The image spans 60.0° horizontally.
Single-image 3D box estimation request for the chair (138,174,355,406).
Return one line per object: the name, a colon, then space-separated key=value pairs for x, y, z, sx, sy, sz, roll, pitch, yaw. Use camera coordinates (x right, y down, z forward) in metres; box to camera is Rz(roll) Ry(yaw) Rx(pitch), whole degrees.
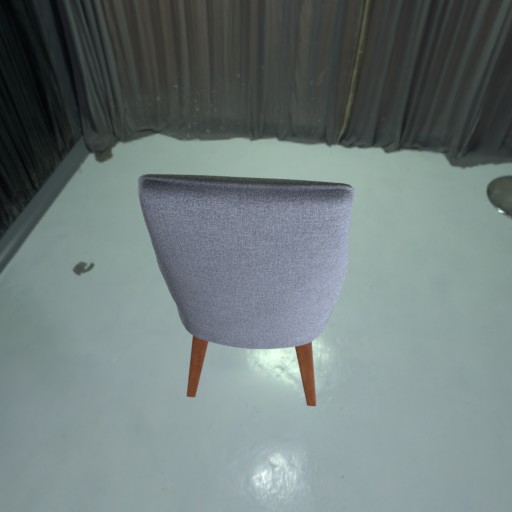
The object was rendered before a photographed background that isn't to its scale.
chair: x=0.000 y=0.000 z=1.259 sx=0.500 sy=0.930 sz=0.620 roll=3 pitch=47 yaw=3
